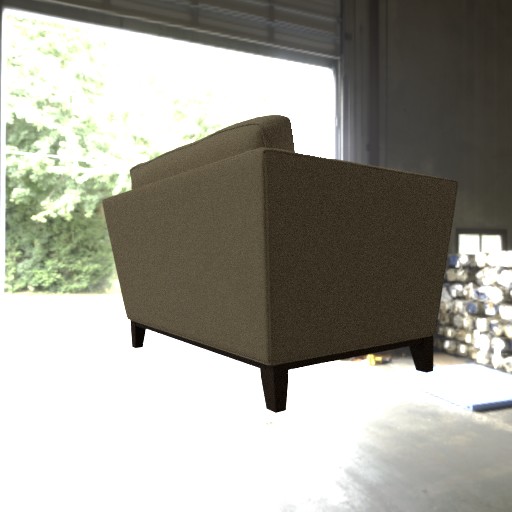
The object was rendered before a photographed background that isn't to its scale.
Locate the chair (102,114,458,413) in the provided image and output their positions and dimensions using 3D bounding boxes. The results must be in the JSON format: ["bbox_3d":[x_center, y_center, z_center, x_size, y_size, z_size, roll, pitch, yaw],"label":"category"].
[{"bbox_3d":[0.000,0.000,2.018,0.965,0.940,1.397,0,0,-36],"label":"chair"}]
